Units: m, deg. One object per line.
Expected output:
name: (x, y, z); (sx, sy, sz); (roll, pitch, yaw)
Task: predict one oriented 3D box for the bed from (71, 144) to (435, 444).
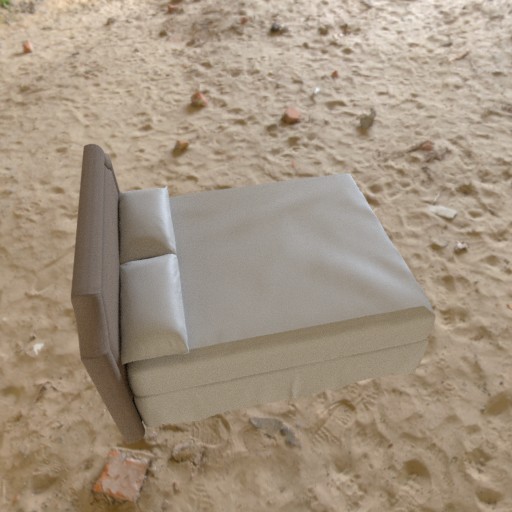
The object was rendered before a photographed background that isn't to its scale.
bed: (0.000, 0.000, 3.219); (2.164, 1.303, 1.828); (-9, 47, -8)
